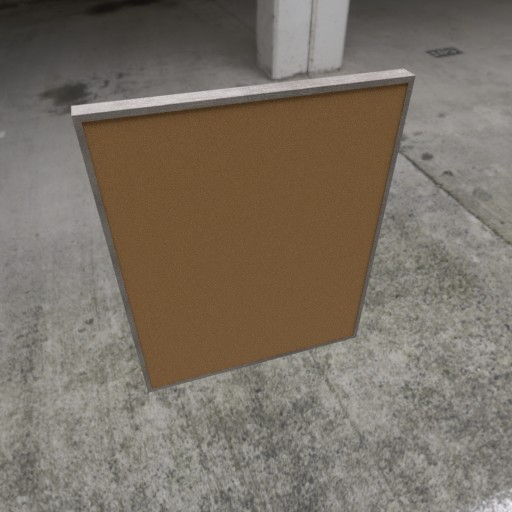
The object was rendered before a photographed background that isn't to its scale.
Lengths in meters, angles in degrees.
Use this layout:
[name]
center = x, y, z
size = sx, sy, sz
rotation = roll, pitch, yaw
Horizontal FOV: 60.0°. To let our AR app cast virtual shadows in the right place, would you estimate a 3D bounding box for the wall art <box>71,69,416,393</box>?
[wall art]
center = 0.000, 0.000, 0.698
size = 0.421, 0.521, 0.032
rotation = -12, 42, -14
